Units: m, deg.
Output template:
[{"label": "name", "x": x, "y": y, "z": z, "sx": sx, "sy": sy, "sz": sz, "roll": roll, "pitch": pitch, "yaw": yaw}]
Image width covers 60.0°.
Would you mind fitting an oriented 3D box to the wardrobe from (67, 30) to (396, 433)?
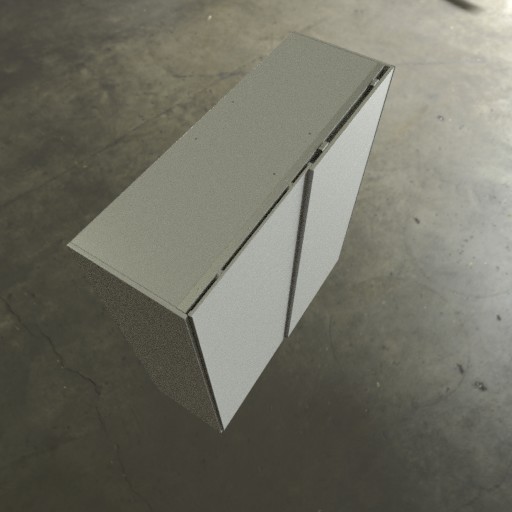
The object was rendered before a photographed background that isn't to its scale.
[{"label": "wardrobe", "x": 0.000, "y": 0.000, "z": 2.874, "sx": 0.629, "sy": 1.960, "sz": 1.780, "roll": 28, "pitch": 62, "yaw": 17}]
